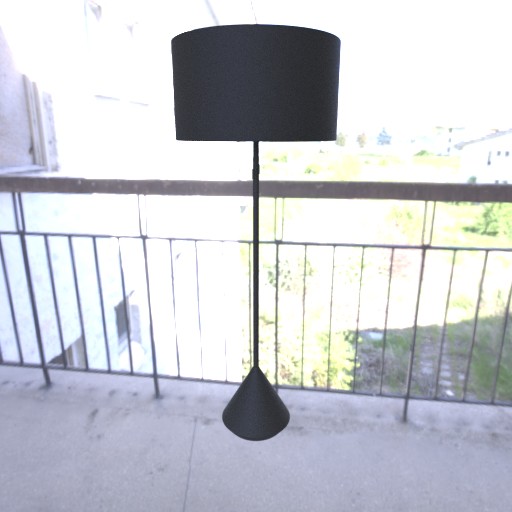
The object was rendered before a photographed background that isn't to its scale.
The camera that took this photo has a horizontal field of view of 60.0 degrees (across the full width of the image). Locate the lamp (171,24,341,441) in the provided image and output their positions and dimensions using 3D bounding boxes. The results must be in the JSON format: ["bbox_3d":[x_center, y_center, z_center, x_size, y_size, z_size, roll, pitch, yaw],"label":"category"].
[{"bbox_3d":[0.000,0.000,1.737,0.580,1.526,0.580,3,16,10],"label":"lamp"}]
